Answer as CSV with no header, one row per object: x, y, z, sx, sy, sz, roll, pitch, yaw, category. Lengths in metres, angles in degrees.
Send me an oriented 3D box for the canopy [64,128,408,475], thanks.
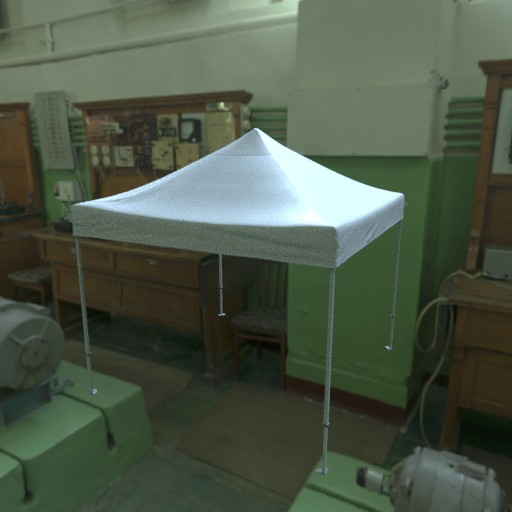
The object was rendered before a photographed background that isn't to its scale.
0.000,0.000,5.410,2.994,2.998,2.996,7,15,27,canopy
